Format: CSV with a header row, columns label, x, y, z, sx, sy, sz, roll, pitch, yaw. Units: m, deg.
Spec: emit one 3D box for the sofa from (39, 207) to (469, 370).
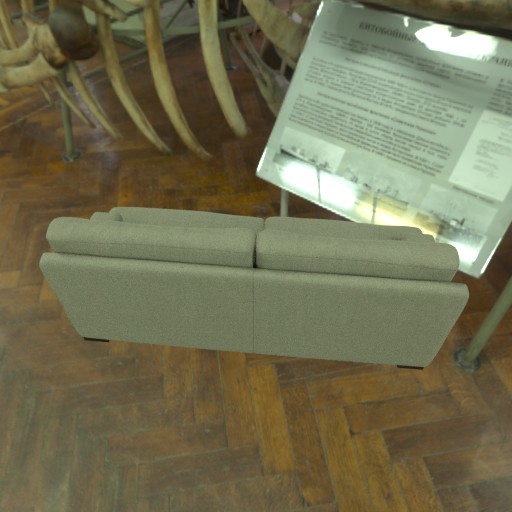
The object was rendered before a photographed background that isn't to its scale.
label,x,y,z,sx,sy,sz,roll,pitch,yaw
sofa,0.000,0.000,2.915,2.354,0.980,0.962,4,47,4
